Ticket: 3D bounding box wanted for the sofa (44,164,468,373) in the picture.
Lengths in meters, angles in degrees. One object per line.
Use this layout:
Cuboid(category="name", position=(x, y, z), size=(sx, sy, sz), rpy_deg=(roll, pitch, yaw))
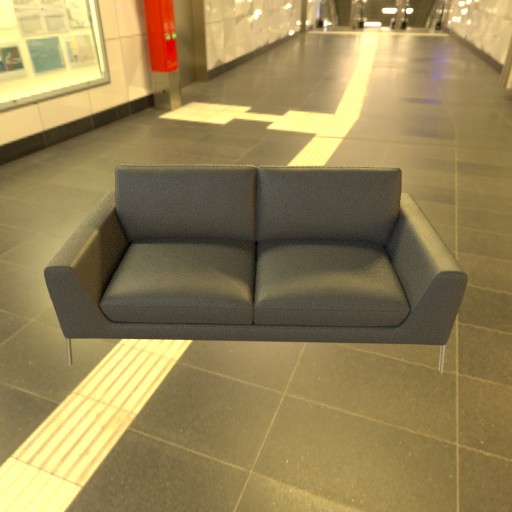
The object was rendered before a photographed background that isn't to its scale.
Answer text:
Cuboid(category="sofa", position=(0.000, 0.000, 2.550), size=(2.017, 0.875, 0.953), rpy_deg=(1, 31, 1))
